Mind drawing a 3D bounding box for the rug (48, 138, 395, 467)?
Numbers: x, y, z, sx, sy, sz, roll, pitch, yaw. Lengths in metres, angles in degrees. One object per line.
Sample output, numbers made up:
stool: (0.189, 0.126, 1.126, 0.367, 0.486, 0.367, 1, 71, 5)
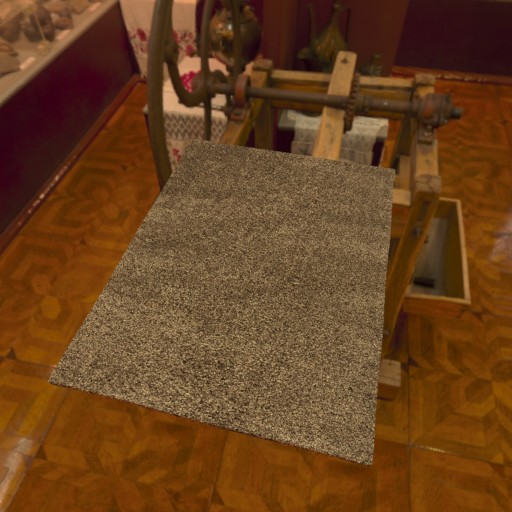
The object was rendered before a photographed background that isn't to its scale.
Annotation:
rug: (0.000, 0.000, 2.068, 1.198, 0.025, 1.601, 11, 50, 9)
